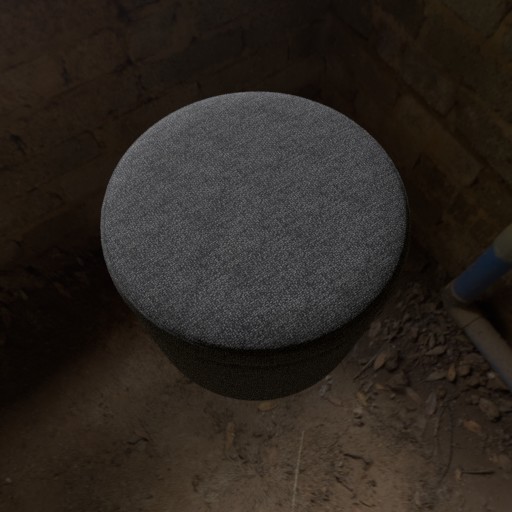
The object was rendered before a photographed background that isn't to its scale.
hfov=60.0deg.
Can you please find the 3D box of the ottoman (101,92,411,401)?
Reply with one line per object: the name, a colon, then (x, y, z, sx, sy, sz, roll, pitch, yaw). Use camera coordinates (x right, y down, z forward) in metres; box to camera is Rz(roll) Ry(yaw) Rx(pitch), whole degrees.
ottoman: (0.000, 0.000, 0.907, 0.520, 0.430, 0.520, 0, 64, 0)
